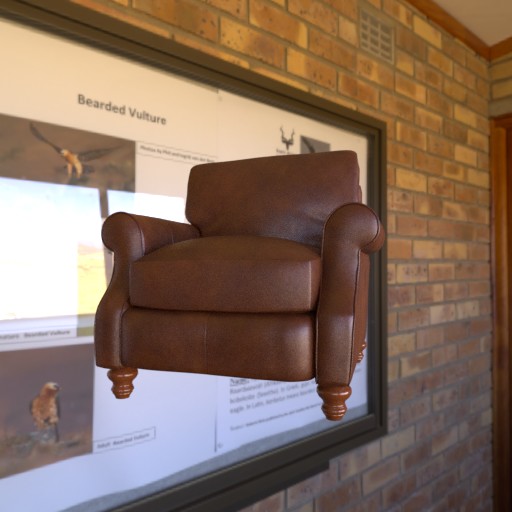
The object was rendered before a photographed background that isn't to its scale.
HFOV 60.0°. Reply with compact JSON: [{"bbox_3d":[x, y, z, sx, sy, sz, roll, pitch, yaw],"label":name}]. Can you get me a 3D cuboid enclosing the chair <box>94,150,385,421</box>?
[{"bbox_3d":[0.000,0.000,1.775,0.989,0.972,0.992,0,-1,17],"label":"chair"}]
